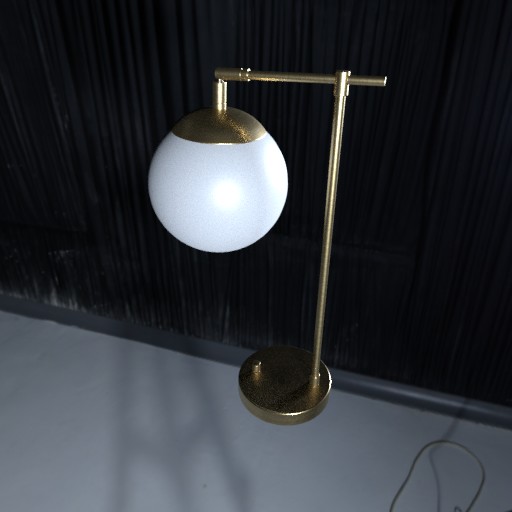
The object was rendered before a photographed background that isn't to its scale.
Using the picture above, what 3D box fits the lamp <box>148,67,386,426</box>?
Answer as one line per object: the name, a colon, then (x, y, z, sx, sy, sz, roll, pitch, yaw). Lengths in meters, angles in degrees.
lamp: (0.000, 0.000, 0.707, 0.324, 0.559, 0.207, 9, 32, 15)
